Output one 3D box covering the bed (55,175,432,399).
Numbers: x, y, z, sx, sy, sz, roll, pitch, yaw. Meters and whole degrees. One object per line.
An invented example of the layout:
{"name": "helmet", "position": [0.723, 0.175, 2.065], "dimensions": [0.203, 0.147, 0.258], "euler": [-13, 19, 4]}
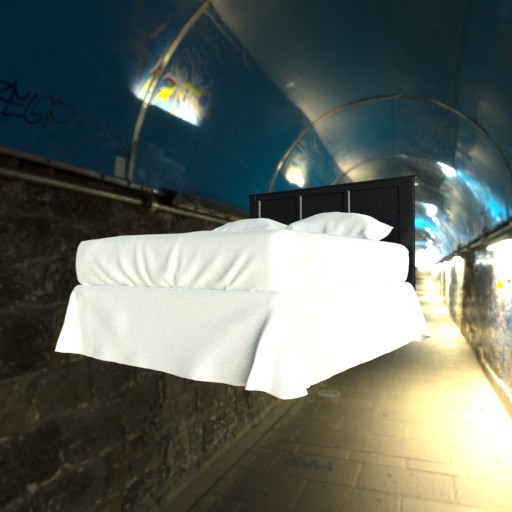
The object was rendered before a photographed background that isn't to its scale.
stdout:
{"name": "bed", "position": [0.000, 0.000, 3.130], "dimensions": [1.870, 1.270, 2.050], "euler": [-1, -2, 37]}
